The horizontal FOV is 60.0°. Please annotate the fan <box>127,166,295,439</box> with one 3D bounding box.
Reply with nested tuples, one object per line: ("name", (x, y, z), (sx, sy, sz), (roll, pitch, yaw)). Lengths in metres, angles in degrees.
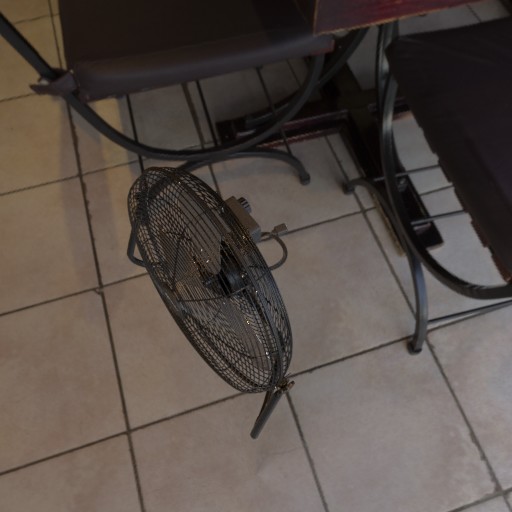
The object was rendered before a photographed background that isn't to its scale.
("fan", (0.000, 0.000, 0.935), (0.424, 0.546, 0.555), (-34, 68, -15))
